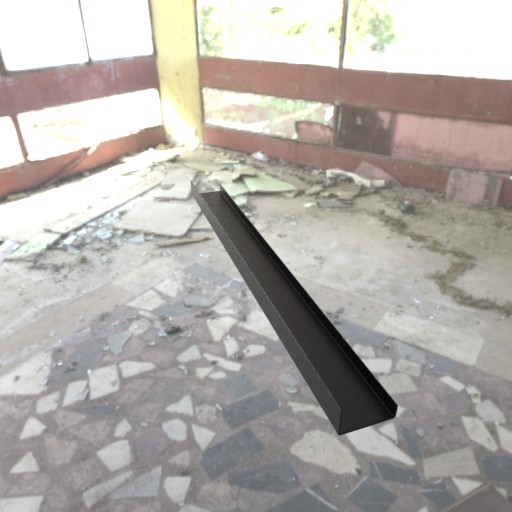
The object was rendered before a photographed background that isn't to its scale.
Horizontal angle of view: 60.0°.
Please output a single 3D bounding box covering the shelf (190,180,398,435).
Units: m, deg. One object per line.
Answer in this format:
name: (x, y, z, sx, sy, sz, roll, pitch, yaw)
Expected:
shelf: (0.000, 0.000, 0.979, 0.092, 0.049, 0.924, -10, 31, -17)
